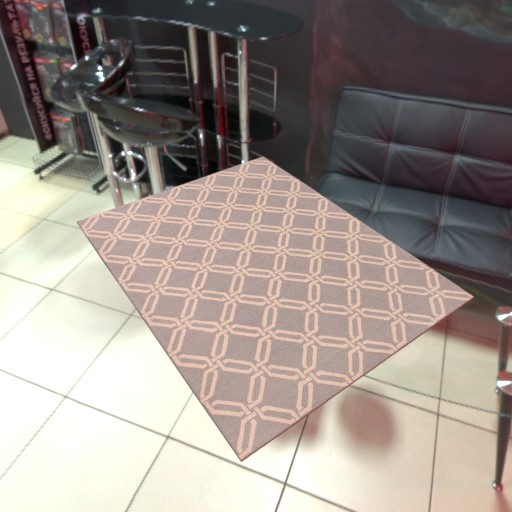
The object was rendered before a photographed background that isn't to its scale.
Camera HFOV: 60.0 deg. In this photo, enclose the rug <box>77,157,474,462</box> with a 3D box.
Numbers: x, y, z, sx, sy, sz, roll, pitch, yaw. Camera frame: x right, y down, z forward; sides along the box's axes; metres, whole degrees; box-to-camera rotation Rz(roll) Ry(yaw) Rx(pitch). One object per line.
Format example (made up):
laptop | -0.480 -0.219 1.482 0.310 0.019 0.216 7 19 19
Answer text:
rug | 0.000 0.000 3.982 2.288 0.018 2.895 -25 47 -26
